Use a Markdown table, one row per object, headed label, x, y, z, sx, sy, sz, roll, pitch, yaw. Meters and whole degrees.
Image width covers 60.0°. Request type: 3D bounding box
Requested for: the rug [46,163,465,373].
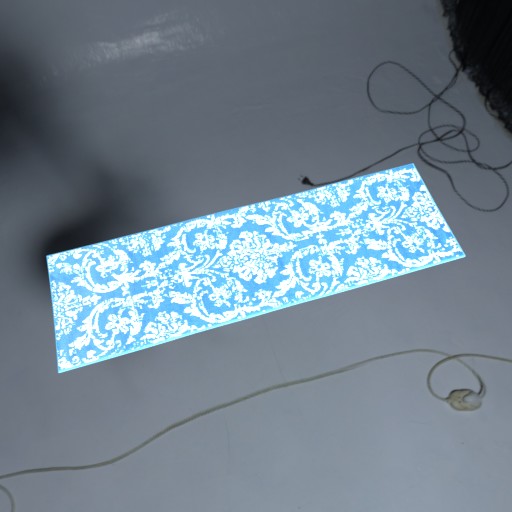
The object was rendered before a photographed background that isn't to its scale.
| label | x | y | z | sx | sy | sz | roll | pitch | yaw |
| --- | --- | --- | --- | --- | --- | --- | --- | --- | --- |
| rug | 0.000 | 0.000 | 2.422 | 2.196 | 0.011 | 0.662 | -15 | 65 | -7 |
